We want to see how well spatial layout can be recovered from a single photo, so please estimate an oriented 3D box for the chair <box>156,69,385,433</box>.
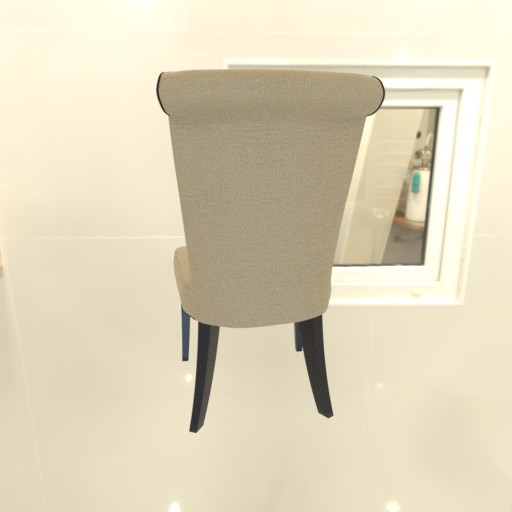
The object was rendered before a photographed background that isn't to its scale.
[{"bbox_3d":[0.000,0.000,1.359,0.522,0.997,0.623,-3,16,-9],"label":"chair"}]
